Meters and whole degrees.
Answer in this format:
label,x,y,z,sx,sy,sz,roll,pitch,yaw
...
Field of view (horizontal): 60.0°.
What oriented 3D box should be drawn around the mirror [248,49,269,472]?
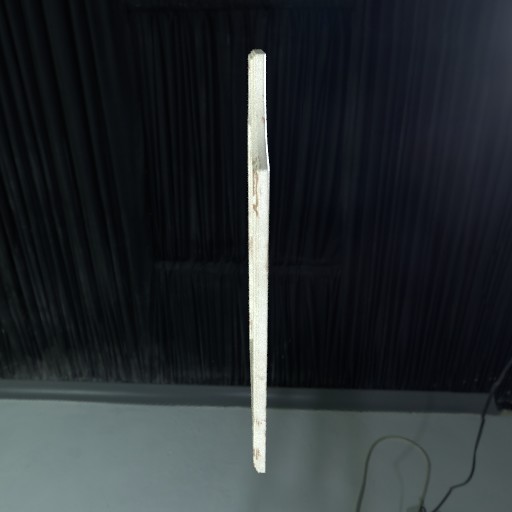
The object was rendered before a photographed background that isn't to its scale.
label,x,y,z,sx,sy,sz,roll,pitch,yaw
mirror,0.000,0.000,0.855,0.022,0.717,0.403,-1,27,-2
